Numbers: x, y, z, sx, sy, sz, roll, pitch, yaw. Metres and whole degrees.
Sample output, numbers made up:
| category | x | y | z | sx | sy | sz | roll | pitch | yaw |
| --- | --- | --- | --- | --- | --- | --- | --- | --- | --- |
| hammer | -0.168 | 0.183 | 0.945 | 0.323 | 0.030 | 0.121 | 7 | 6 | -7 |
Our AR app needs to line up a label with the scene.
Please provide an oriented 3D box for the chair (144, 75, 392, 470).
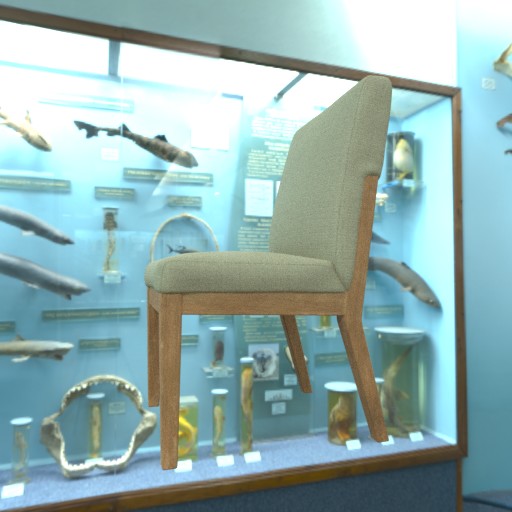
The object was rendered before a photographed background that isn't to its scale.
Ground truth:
| category | x | y | z | sx | sy | sz | roll | pitch | yaw |
| --- | --- | --- | --- | --- | --- | --- | --- | --- | --- |
| chair | 0.000 | 0.000 | 1.240 | 0.586 | 0.911 | 0.507 | 1 | -2 | -17 |
